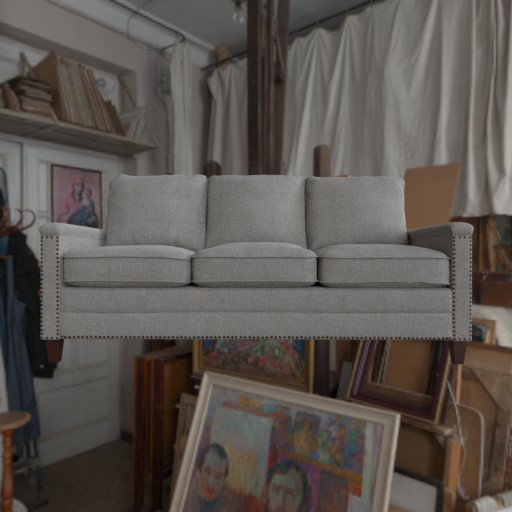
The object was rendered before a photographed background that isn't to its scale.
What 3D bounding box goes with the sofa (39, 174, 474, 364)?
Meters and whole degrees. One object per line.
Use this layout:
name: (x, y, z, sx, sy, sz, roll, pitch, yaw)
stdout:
sofa: (0.000, 0.000, 2.343, 1.925, 0.959, 0.828, 0, 0, 1)
